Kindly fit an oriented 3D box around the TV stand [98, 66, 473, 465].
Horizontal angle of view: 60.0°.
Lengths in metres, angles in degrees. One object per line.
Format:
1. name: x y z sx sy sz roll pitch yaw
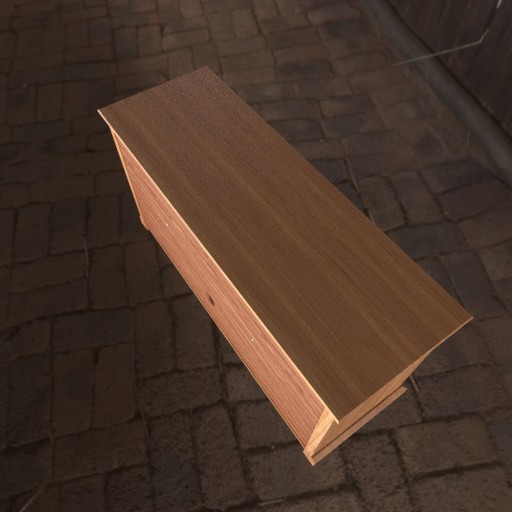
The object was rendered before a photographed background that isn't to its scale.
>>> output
1. TV stand: 0.000 0.000 1.473 0.417 0.607 1.181 -30 62 -18
